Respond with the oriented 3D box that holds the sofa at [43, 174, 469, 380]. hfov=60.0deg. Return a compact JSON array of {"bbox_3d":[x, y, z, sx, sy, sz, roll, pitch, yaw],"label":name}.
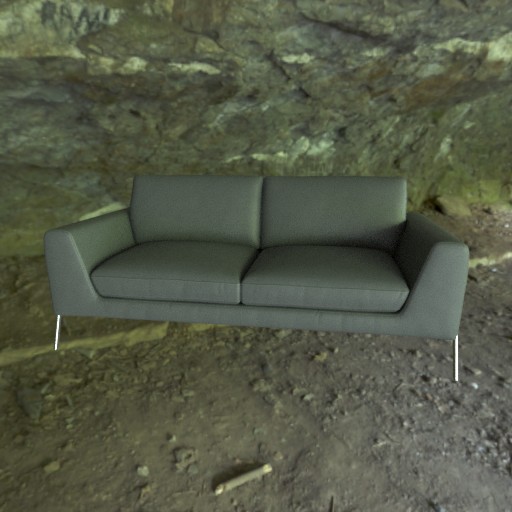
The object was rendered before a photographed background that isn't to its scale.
[{"bbox_3d":[0.000,0.000,2.517,2.017,0.875,0.953,2,14,9],"label":"sofa"}]
